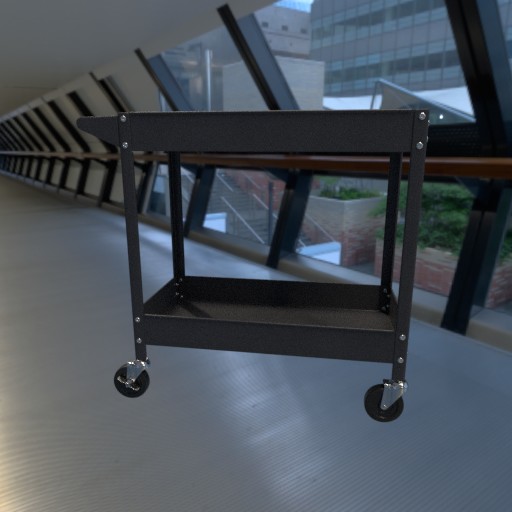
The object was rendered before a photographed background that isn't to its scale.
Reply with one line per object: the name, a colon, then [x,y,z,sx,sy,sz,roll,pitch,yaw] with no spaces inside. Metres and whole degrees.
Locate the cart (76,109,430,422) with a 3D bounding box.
cart: [0.000,0.000,1.186,0.779,0.719,0.366,2,15,9]
